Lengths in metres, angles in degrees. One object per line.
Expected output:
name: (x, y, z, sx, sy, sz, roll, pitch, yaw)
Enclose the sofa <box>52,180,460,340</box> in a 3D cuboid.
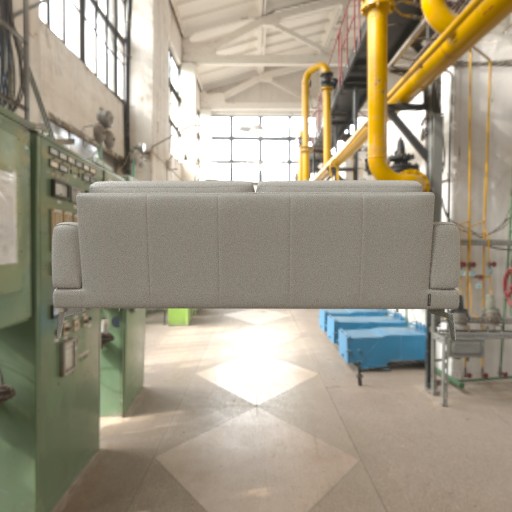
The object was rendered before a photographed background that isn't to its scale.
sofa: (0.000, 0.000, 2.489, 1.940, 0.765, 0.974, 0, 1, 1)
